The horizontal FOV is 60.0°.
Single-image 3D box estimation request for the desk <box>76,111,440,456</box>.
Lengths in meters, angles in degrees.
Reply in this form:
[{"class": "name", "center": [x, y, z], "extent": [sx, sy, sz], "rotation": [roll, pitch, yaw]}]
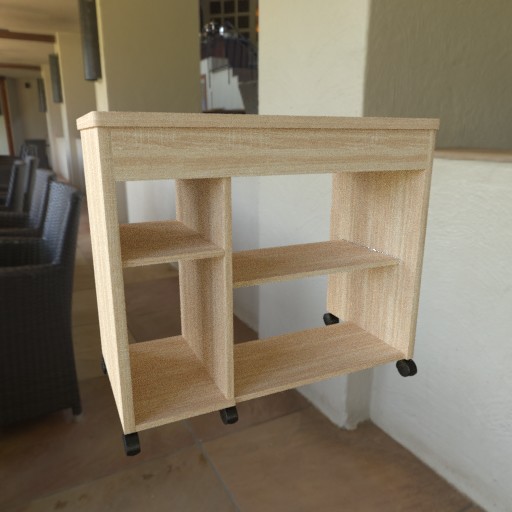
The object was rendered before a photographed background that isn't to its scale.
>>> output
[{"class": "desk", "center": [0.000, 0.000, 1.304], "extent": [0.884, 0.770, 0.480], "rotation": [-7, 17, -24]}]
